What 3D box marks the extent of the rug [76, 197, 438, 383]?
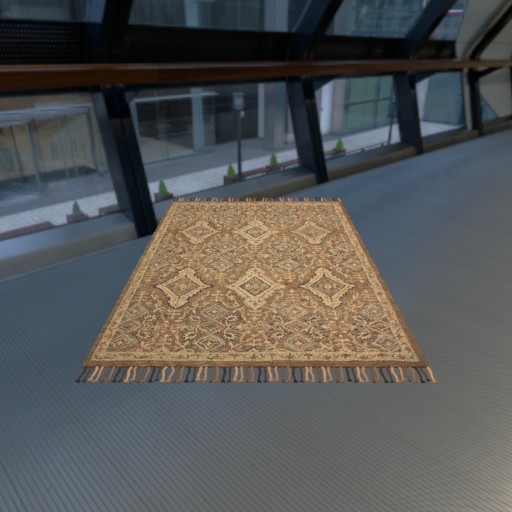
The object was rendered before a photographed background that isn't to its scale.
[{"bbox_3d":[0.000,0.000,2.939,1.516,0.010,2.434,0,26,0],"label":"rug"}]
